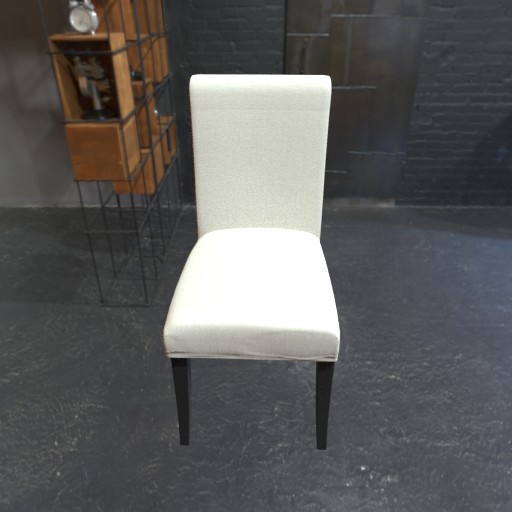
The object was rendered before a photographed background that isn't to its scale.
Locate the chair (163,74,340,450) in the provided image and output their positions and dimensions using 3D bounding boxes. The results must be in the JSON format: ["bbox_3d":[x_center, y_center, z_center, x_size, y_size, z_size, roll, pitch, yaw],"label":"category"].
[{"bbox_3d":[0.000,0.000,1.390,0.452,0.976,0.708,1,30,2],"label":"chair"}]
